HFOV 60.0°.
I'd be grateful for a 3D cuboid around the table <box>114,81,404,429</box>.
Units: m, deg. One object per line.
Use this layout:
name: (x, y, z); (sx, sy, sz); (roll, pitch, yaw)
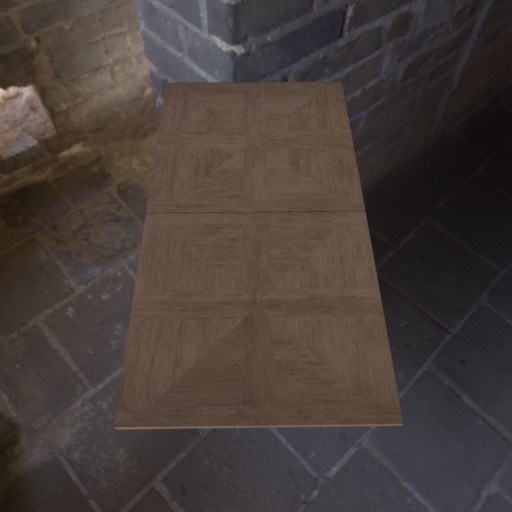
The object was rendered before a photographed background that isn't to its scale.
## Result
table: (0.000, 0.000, 2.375); (1.016, 0.768, 1.881); (-1, 58, 0)
